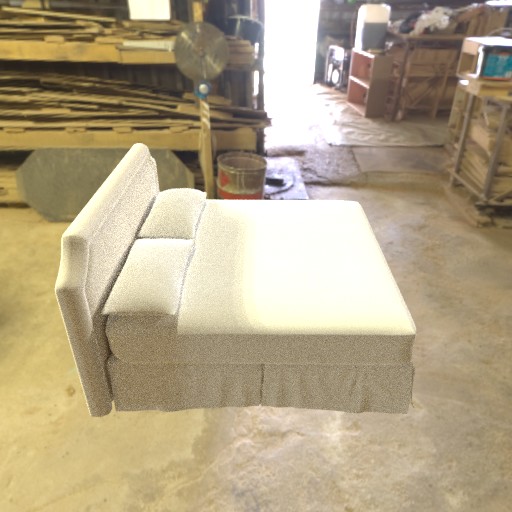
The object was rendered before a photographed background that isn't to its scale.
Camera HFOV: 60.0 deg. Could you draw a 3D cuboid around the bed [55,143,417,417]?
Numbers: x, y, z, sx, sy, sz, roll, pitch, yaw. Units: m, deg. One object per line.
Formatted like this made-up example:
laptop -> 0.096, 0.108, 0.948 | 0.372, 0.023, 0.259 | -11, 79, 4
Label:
bed -> 0.000, 0.000, 3.536 | 2.204, 1.301, 2.160 | 0, 32, 1
